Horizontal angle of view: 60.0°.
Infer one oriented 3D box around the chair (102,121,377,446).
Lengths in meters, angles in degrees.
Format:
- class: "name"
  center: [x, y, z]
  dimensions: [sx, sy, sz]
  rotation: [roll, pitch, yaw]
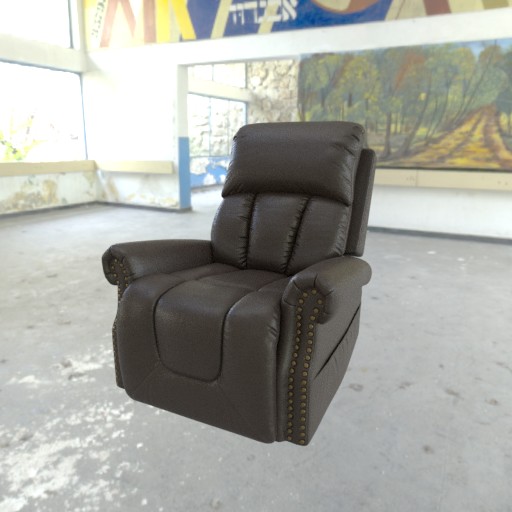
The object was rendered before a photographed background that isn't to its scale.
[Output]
- class: "chair"
  center: [0.000, 0.000, 1.716]
  dimensions: [0.869, 1.028, 0.978]
  rotation: [7, 16, 26]
